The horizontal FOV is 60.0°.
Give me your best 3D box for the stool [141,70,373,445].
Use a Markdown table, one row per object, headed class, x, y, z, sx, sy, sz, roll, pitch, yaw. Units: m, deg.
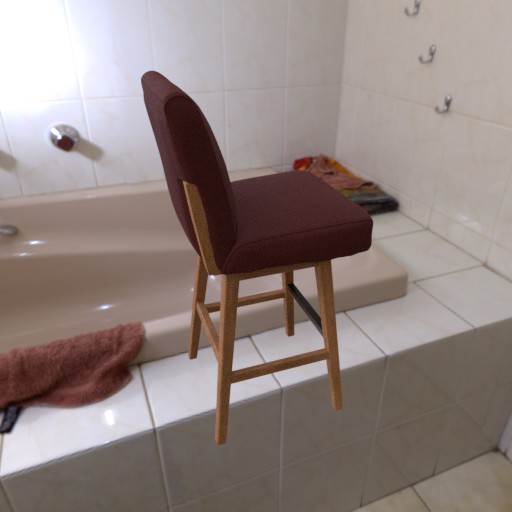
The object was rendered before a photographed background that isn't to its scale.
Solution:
| class | x | y | z | sx | sy | sz | roll | pitch | yaw |
| --- | --- | --- | --- | --- | --- | --- | --- | --- | --- |
| stool | 0.000 | 0.000 | 1.422 | 0.562 | 1.093 | 0.468 | -10 | 31 | -17 |
